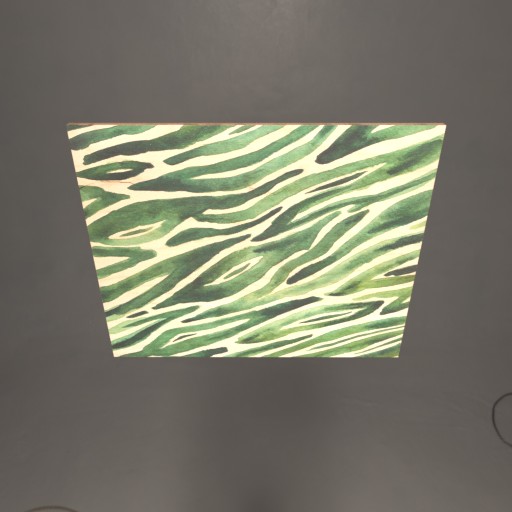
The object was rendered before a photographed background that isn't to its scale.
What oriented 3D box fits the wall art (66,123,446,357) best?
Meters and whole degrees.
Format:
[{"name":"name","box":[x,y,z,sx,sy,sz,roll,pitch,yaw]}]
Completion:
[{"name":"wall art","box":[0.000,0.000,0.697,0.508,0.408,0.012,0,29,0]}]
